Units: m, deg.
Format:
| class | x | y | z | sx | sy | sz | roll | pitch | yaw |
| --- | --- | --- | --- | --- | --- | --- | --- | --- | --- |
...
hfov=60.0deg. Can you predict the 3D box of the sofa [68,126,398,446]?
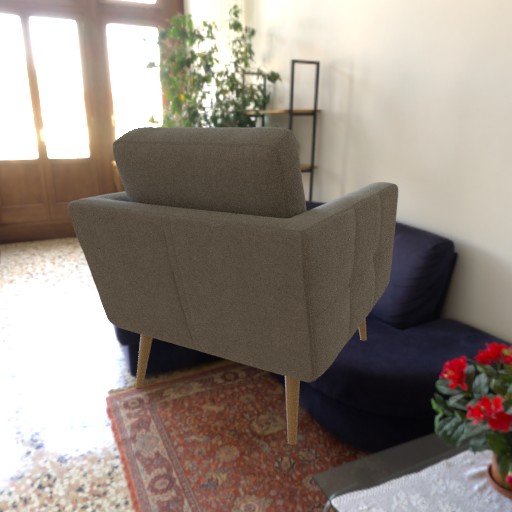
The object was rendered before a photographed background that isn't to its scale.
| class | x | y | z | sx | sy | sz | roll | pitch | yaw |
| --- | --- | --- | --- | --- | --- | --- | --- | --- | --- |
| sofa | 0.000 | 0.000 | 1.532 | 0.770 | 0.860 | 0.920 | 9 | 19 | 28 |
